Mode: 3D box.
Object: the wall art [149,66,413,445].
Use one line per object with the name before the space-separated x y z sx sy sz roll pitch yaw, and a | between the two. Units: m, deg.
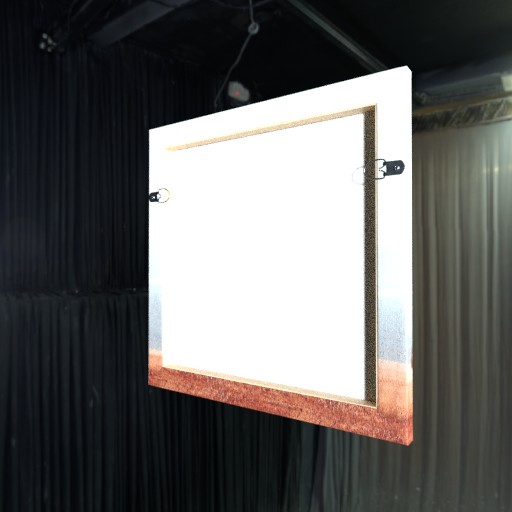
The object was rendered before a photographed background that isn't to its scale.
wall art | 0.000 0.000 1.116 0.760 0.760 0.042 -1 -1 35
